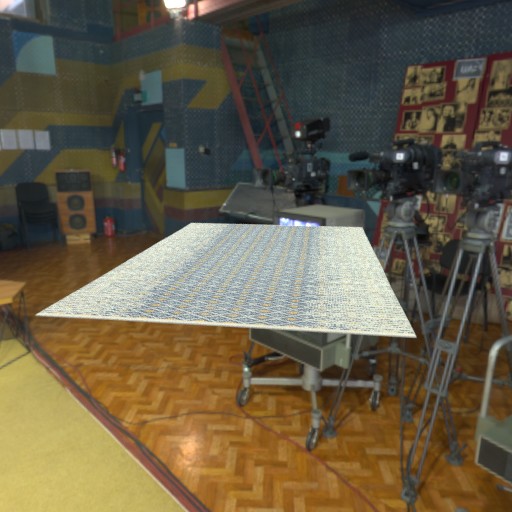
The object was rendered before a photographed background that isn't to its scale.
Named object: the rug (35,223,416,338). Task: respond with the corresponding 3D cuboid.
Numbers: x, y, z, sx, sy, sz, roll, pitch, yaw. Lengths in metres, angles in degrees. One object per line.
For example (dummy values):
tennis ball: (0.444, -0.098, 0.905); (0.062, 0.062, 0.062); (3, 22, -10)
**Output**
rug: (0.000, 0.000, 2.266); (1.219, 0.005, 1.828); (2, 14, 8)
